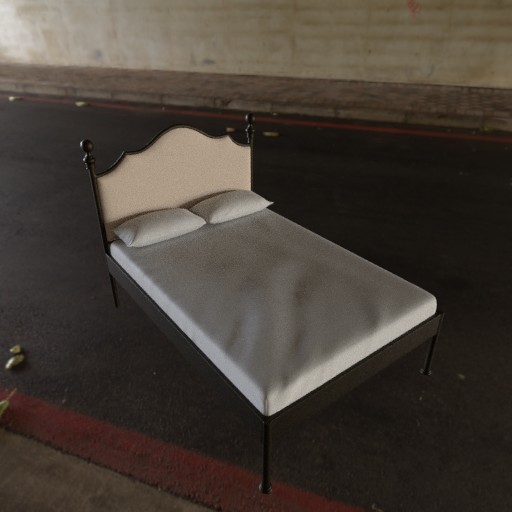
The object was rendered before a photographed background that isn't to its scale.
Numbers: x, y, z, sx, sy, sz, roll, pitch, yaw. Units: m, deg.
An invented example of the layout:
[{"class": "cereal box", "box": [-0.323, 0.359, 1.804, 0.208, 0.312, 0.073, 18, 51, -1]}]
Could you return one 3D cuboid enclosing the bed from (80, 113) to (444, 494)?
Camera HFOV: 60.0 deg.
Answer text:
[{"class": "bed", "box": [0.000, 0.000, 3.150, 1.533, 1.462, 2.170, -20, 35, -32]}]
